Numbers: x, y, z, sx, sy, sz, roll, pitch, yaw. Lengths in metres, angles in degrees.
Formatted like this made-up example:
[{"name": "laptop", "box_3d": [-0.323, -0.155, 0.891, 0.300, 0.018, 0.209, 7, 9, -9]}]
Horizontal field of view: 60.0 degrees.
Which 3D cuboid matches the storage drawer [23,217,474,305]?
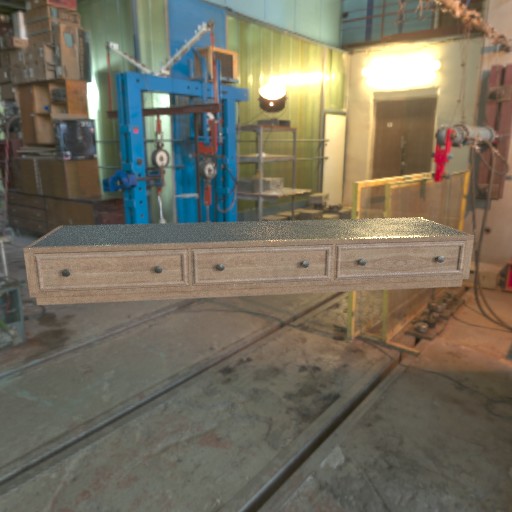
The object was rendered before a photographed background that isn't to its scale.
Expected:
[{"name": "storage drawer", "box_3d": [0.000, 0.000, 2.257, 2.032, 0.264, 0.538, -2, 15, -7]}]
